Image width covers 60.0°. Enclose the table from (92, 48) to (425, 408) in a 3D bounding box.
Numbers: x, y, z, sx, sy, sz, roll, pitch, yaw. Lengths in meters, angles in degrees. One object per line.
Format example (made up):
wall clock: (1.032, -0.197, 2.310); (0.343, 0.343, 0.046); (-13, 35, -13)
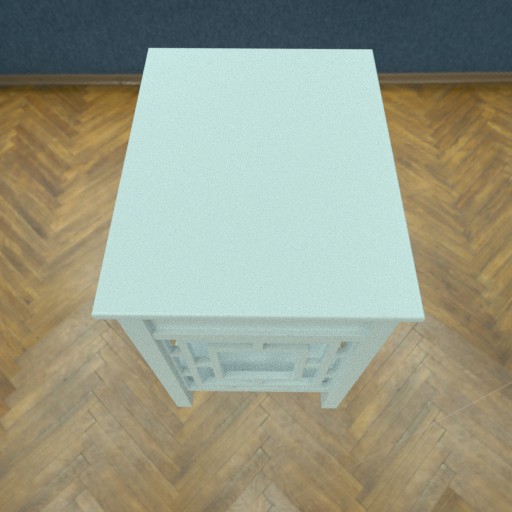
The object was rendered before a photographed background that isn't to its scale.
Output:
table: (0.000, 0.000, 1.001); (0.451, 0.646, 0.564); (1, 59, 0)
